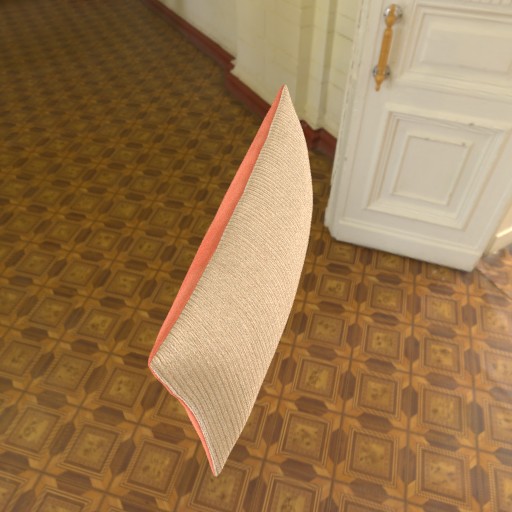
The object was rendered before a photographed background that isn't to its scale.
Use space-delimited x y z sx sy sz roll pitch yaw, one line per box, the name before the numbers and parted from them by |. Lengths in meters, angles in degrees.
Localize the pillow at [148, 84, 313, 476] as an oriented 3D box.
pillow | 0.000 0.000 0.736 0.155 0.307 0.608 11 48 10
